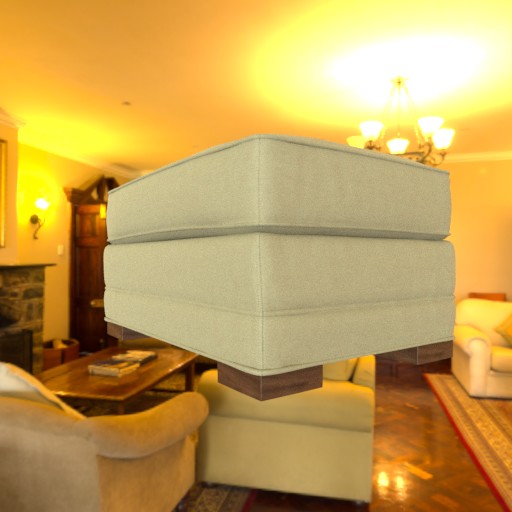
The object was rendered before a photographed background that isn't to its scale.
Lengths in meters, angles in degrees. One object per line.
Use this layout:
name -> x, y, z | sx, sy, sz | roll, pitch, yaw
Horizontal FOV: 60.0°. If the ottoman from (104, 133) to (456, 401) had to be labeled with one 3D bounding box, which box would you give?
ottoman -> 0.000, 0.000, 1.215 | 0.611, 0.482, 0.848 | 0, 0, -36
